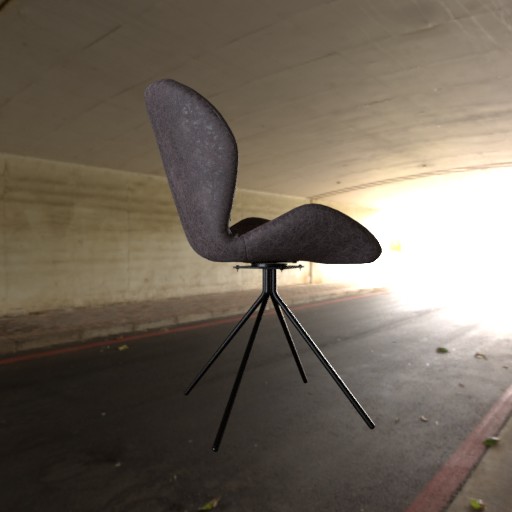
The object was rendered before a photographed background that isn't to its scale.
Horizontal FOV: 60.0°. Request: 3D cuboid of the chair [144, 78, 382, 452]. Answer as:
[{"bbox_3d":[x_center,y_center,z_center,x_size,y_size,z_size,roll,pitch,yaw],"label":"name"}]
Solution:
[{"bbox_3d":[0.000,0.000,1.317,0.640,0.934,0.527,0,1,-18],"label":"chair"}]
